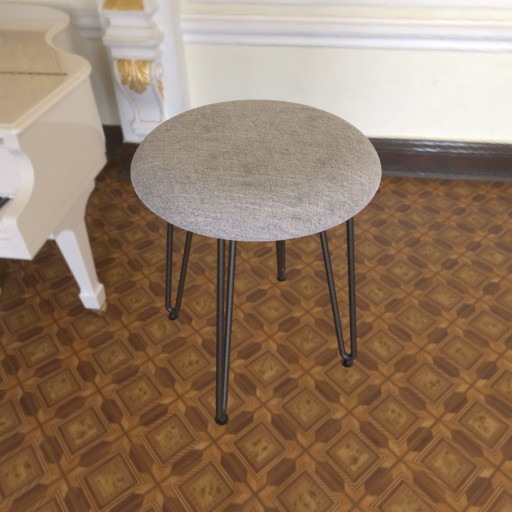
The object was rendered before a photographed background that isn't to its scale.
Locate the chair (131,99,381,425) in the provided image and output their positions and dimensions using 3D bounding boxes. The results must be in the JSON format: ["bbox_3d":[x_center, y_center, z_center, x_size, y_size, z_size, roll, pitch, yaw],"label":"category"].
[{"bbox_3d":[0.000,0.000,0.662,0.350,0.386,0.350,12,42,14],"label":"chair"}]
